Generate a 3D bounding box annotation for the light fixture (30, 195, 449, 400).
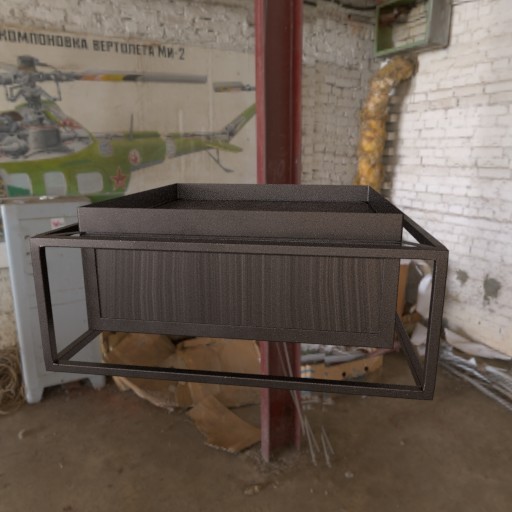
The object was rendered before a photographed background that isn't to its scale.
[{"bbox_3d":[0.000,0.000,0.685,0.441,0.191,0.441,2,14,8],"label":"light fixture"}]
